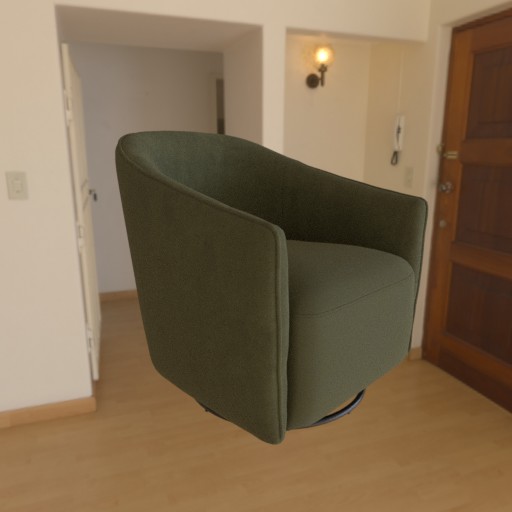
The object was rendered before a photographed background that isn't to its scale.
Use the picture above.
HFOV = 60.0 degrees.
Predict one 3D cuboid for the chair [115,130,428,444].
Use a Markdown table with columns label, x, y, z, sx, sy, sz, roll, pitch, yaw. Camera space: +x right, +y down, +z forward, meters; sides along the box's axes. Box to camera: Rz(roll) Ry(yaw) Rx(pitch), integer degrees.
| label | x | y | z | sx | sy | sz | roll | pitch | yaw |
| --- | --- | --- | --- | --- | --- | --- | --- | --- | --- |
| chair | 0.000 | 0.000 | 1.429 | 0.875 | 0.799 | 0.747 | 13 | 19 | 43 |
